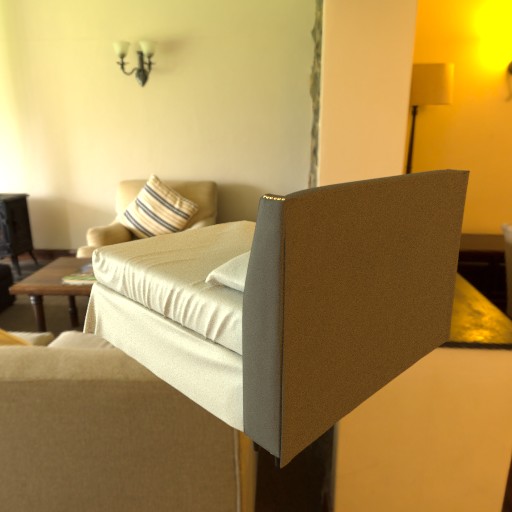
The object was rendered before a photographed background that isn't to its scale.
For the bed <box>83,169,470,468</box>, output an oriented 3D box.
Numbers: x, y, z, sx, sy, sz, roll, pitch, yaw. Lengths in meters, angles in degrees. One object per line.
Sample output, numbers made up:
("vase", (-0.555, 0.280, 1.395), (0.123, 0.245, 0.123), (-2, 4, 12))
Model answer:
("bed", (0.000, 0.000, 3.328), (1.925, 1.332, 2.276), (-15, 22, -42))
